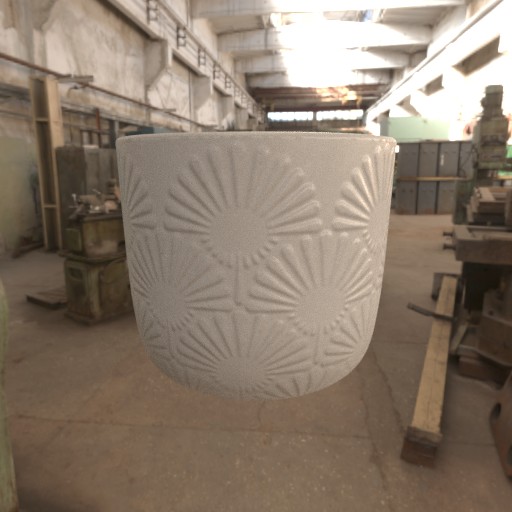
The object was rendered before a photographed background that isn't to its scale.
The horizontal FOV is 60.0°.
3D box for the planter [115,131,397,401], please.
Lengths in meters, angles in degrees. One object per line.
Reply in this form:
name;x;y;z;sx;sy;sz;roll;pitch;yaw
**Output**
planter;0.000;0.000;0.215;0.124;0.109;0.124;0;12;0
